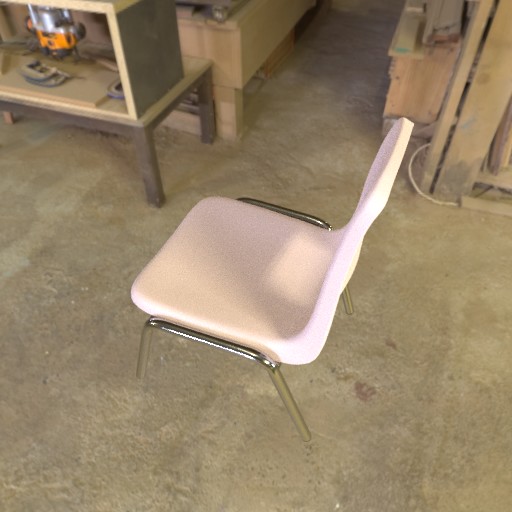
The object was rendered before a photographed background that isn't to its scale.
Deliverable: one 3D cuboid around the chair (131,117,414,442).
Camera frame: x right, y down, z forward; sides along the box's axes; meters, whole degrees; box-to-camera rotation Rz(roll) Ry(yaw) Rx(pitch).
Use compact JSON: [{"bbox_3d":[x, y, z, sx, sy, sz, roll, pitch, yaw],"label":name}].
[{"bbox_3d":[0.000,0.000,0.767,0.385,0.537,0.354,17,49,16],"label":"chair"}]
